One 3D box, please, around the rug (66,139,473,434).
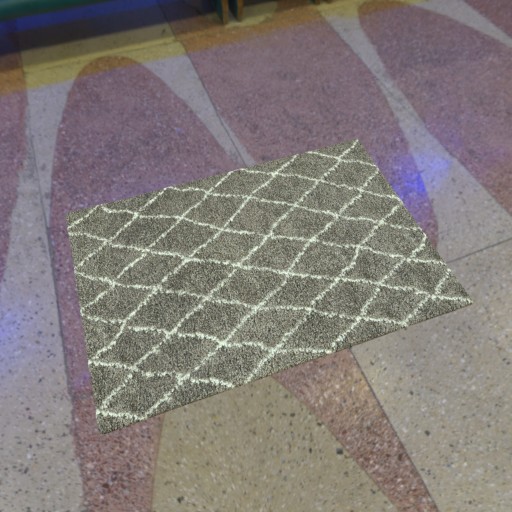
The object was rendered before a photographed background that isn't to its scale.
[{"bbox_3d":[0.000,0.000,2.273,1.778,0.030,1.219,-17,58,-11],"label":"rug"}]
